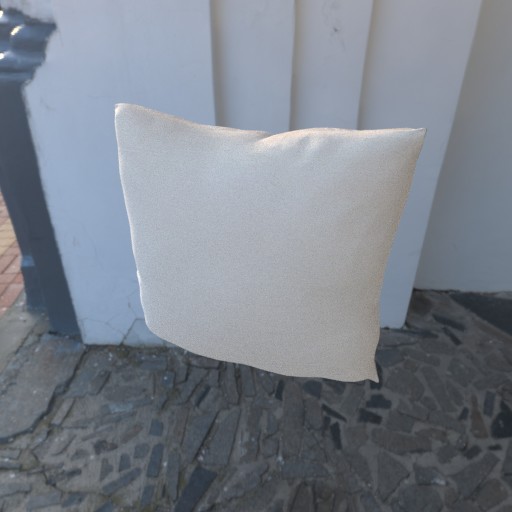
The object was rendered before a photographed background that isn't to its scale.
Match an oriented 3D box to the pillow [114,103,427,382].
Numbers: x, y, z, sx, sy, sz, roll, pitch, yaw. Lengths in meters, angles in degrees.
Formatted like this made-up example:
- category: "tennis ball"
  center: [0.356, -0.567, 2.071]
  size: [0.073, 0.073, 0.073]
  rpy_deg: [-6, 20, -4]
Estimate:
- category: "pillow"
  center: [0.000, 0.000, 0.715]
  size: [0.450, 0.448, 0.245]
  rpy_deg: [10, 33, 15]
